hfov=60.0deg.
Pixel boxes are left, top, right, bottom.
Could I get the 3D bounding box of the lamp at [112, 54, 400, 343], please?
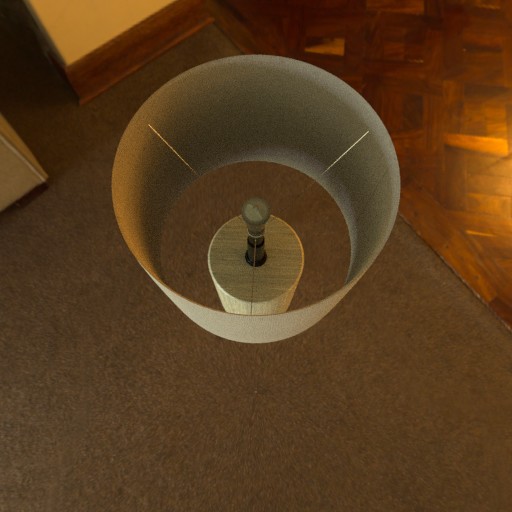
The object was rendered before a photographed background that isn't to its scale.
[{"bbox_3d":[0.000,0.000,0.560,0.228,0.444,0.228,2,73,1],"label":"lamp"}]
